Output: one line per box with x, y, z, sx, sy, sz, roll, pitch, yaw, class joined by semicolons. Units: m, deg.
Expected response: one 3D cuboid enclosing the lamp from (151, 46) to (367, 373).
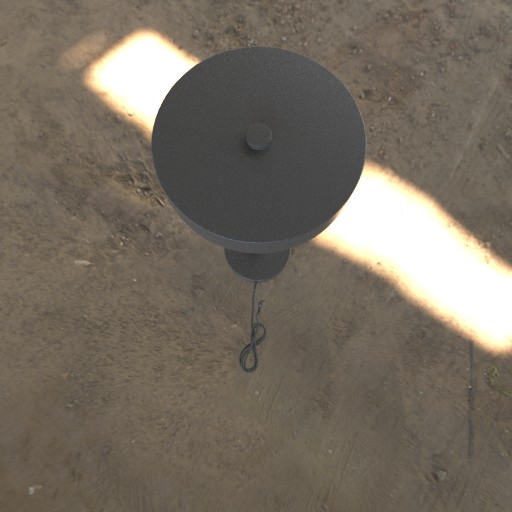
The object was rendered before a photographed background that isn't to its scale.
0.000;0.000;0.693;0.229;0.508;0.369;2;77;1;lamp
